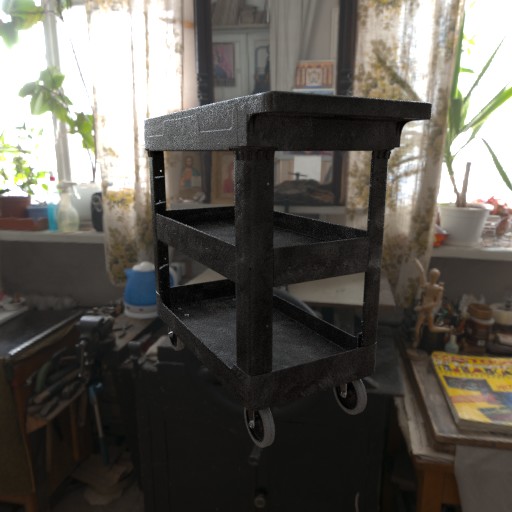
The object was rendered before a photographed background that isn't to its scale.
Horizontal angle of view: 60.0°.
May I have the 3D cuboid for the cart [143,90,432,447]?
[{"bbox_3d":[0.000,0.000,1.338,0.420,0.824,0.877,-7,15,-28],"label":"cart"}]
